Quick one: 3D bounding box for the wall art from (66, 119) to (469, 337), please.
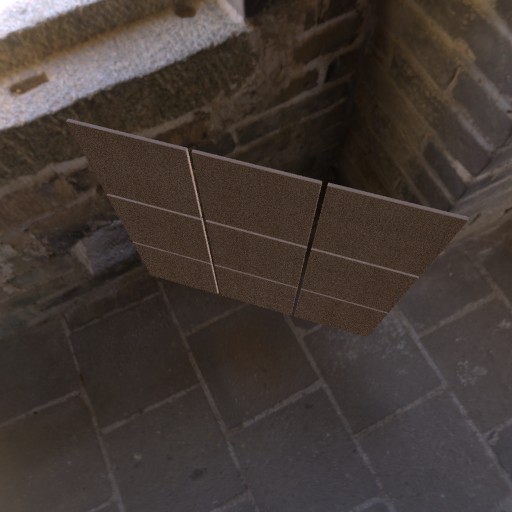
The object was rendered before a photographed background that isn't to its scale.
[{"bbox_3d":[0.000,0.000,1.843,1.219,1.218,0.013,15,66,7],"label":"wall art"}]
